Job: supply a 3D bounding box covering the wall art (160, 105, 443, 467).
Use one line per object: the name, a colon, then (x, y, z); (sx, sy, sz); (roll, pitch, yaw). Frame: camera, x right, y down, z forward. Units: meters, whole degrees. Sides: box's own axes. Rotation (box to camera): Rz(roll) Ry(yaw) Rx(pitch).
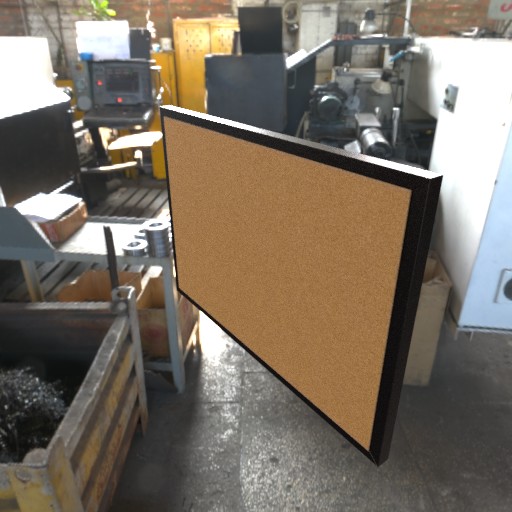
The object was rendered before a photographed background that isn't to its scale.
wall art: (0.000, 0.000, 0.821); (0.027, 0.458, 0.657); (-19, 32, -32)
